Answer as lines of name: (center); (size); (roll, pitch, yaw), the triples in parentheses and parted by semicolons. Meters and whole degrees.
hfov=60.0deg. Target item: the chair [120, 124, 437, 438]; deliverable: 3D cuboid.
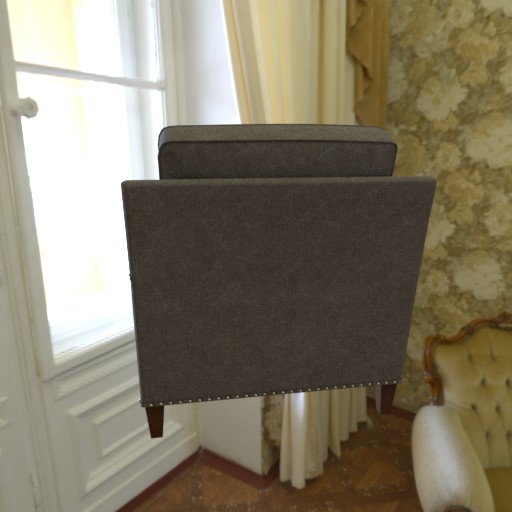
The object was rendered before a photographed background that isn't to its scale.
chair: (0.000, 0.000, 1.706); (0.853, 0.948, 1.014); (-2, 15, -9)
